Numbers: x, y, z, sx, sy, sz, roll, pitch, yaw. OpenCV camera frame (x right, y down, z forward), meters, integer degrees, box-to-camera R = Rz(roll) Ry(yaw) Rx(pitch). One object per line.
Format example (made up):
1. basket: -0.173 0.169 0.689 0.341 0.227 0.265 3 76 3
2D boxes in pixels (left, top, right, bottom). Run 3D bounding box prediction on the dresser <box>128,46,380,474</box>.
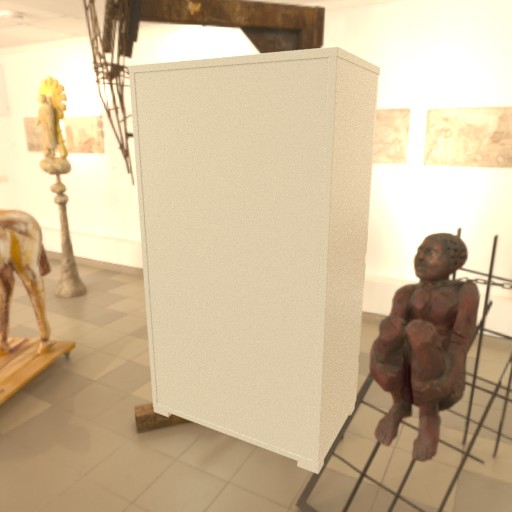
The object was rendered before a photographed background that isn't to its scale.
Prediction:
1. dresser: 0.000 0.000 1.501 0.650 1.190 0.400 8 18 28
